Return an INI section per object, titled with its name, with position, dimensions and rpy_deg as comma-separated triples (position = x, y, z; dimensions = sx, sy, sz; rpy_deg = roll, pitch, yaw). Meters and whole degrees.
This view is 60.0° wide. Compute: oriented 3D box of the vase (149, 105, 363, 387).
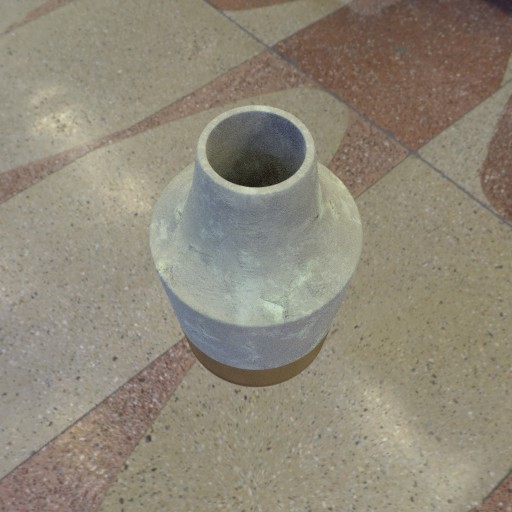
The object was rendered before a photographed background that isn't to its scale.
[vase]
position = 0.000, 0.000, 0.429
dimensions = 0.184, 0.305, 0.184
rpy_deg = 0, 61, 0
